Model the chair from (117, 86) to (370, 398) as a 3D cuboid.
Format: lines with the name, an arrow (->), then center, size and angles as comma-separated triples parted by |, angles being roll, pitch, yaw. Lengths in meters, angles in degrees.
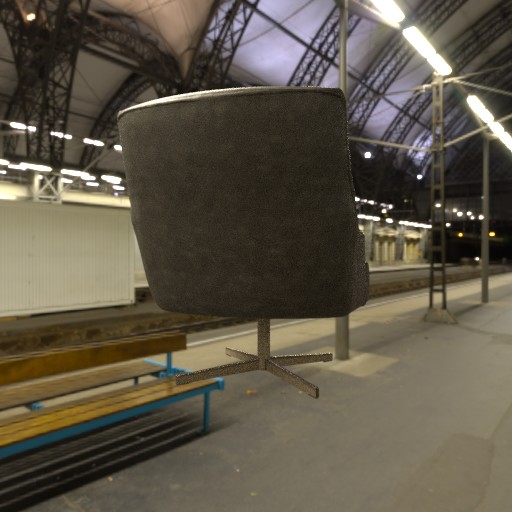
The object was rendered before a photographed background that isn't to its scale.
chair -> 0.000, 0.000, 1.553 | 0.738, 0.870, 0.874 | 0, 0, 17
